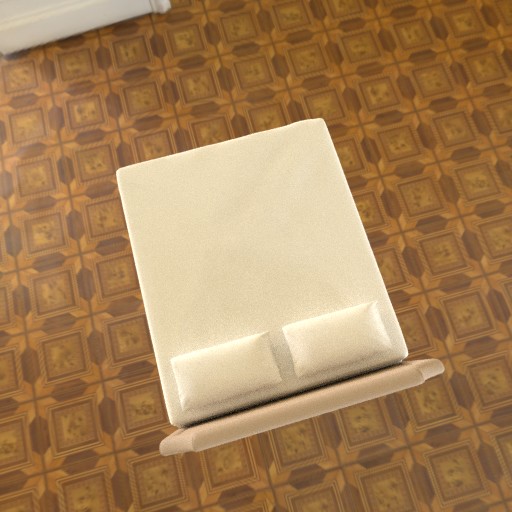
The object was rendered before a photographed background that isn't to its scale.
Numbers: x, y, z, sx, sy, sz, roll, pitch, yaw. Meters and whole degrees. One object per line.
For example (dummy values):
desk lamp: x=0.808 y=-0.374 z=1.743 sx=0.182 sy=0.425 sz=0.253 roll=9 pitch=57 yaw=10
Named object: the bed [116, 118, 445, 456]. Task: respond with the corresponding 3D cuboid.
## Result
bed: x=0.000 y=0.000 z=4.080 sx=2.350 sy=1.590 sz=2.773 roll=-15 pitch=75 yaw=-4
